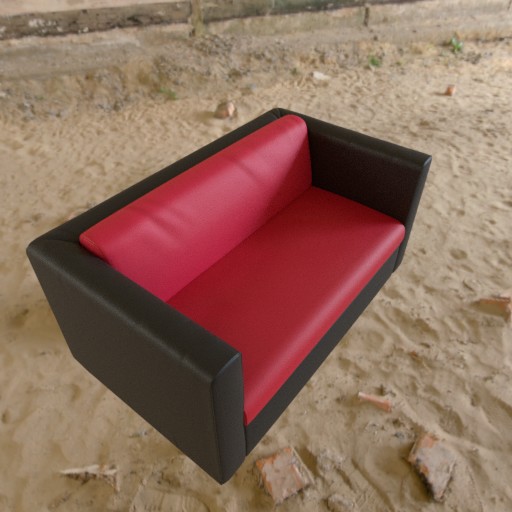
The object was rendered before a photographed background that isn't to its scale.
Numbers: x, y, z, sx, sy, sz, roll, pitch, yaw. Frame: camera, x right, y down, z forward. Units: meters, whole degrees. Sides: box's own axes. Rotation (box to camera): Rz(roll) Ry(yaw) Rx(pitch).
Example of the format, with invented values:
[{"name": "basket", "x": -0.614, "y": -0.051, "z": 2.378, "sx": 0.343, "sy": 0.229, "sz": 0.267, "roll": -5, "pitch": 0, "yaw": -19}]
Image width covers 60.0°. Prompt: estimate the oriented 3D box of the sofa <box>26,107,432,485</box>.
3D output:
[{"name": "sofa", "x": 0.000, "y": 0.000, "z": 1.863, "sx": 0.845, "sy": 0.735, "sz": 1.410, "roll": 27, "pitch": 48, "yaw": 27}]
